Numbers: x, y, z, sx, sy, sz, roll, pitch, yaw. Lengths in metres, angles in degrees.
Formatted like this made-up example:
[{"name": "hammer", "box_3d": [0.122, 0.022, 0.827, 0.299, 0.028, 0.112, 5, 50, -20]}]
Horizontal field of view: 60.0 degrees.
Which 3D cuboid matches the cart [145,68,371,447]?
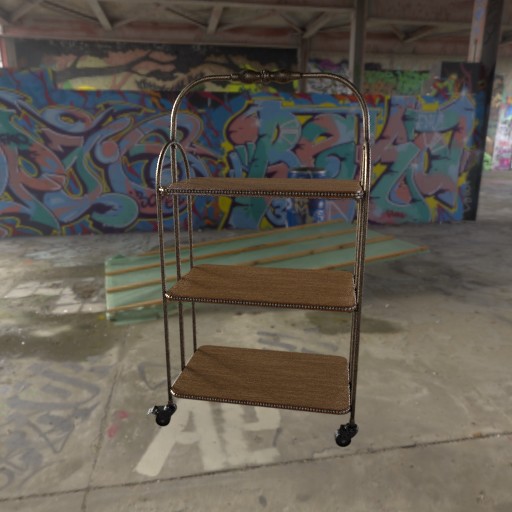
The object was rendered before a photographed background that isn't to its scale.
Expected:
[{"name": "cart", "box_3d": [0.000, 0.000, 1.341, 0.650, 1.052, 0.330, 3, 15, 10]}]
